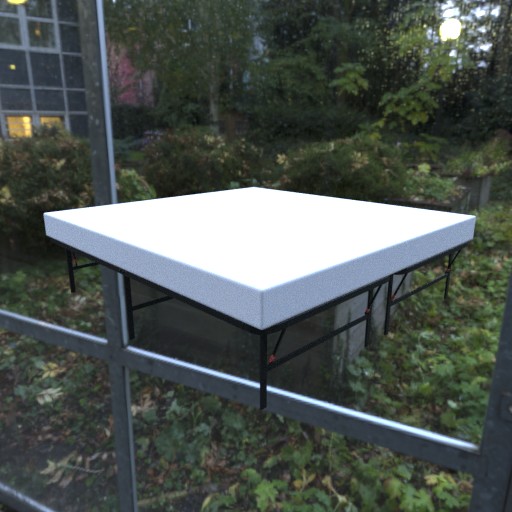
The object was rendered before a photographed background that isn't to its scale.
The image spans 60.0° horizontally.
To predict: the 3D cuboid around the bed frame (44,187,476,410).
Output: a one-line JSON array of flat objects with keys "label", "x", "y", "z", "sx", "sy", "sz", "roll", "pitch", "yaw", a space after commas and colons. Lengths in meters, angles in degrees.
[{"label": "bed frame", "x": 0.000, "y": 0.000, "z": 2.944, "sx": 1.930, "sy": 0.559, "sz": 2.032, "roll": -15, "pitch": 22, "yaw": -42}]
